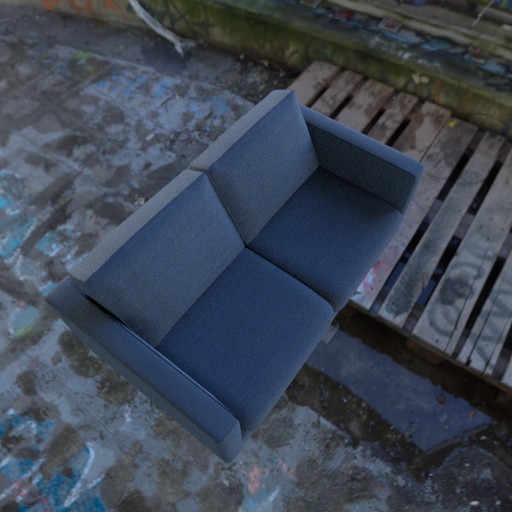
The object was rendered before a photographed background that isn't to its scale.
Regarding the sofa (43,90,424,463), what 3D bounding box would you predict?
[{"bbox_3d":[0.000,0.000,2.262,0.999,0.907,1.659,32,63,18],"label":"sofa"}]
